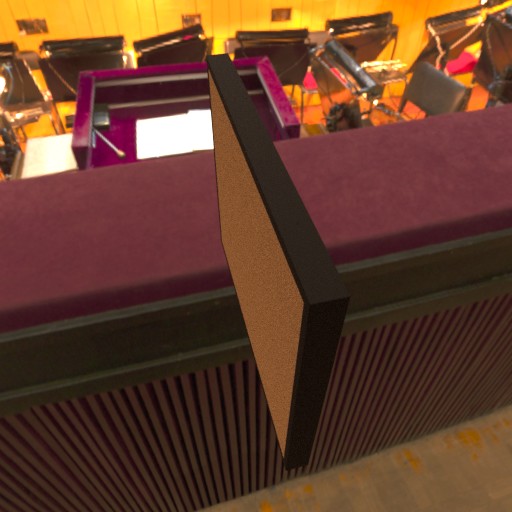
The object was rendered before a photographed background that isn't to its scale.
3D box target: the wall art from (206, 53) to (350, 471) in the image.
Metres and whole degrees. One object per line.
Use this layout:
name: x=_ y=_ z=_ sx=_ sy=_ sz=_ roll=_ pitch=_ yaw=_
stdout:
wall art: x=0.000 y=0.000 z=0.539 sx=0.028 sy=0.325 sz=0.397 roll=-10 pitch=48 yaw=-10
